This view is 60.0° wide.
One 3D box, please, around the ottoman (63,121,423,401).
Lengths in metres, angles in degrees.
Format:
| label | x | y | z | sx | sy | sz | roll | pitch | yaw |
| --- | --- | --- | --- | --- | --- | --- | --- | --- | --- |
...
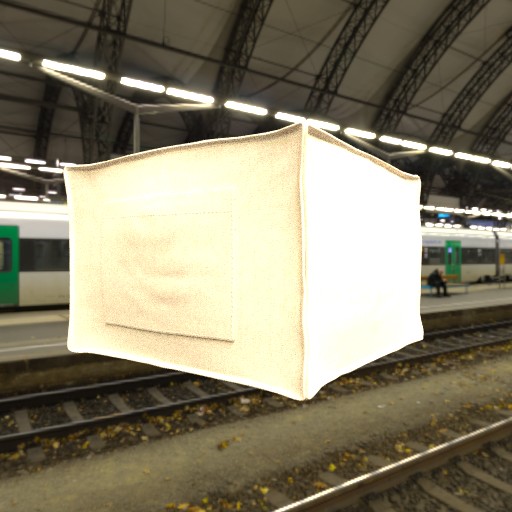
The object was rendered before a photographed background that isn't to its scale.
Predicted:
| label | x | y | z | sx | sy | sz | roll | pitch | yaw |
| --- | --- | --- | --- | --- | --- | --- | --- | --- | --- |
| ottoman | 0.000 | 0.000 | 1.158 | 0.707 | 0.470 | 0.696 | 0 | 0 | 35 |
